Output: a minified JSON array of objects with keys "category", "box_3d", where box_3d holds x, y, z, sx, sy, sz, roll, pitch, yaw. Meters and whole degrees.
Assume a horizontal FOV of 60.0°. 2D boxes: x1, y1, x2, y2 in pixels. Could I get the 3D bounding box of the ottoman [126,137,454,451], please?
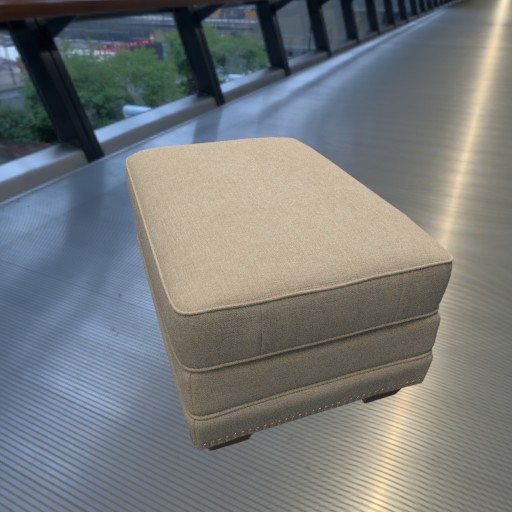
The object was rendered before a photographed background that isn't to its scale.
[{"category":"ottoman","box_3d":[0.000,0.000,1.149,0.559,0.458,0.813,-10,32,-17]}]
